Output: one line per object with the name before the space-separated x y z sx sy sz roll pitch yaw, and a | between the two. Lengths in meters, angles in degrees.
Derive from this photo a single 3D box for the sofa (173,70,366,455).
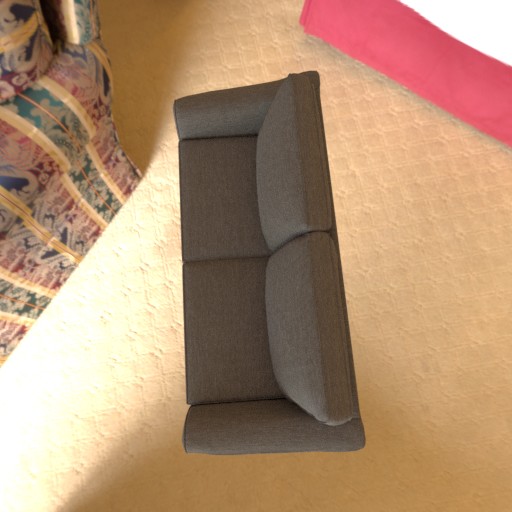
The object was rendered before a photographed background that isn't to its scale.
sofa | 0.000 0.000 2.785 0.971 0.950 2.270 -4 75 -1
